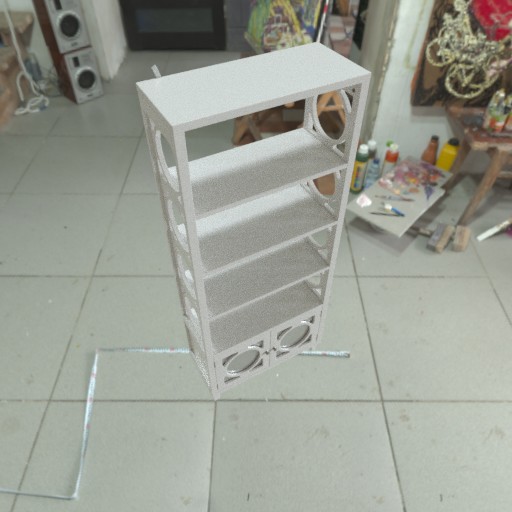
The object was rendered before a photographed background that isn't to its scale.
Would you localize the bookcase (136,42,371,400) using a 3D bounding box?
[{"bbox_3d":[0.000,0.000,2.190,0.761,1.869,0.361,-22,50,-20],"label":"bookcase"}]
